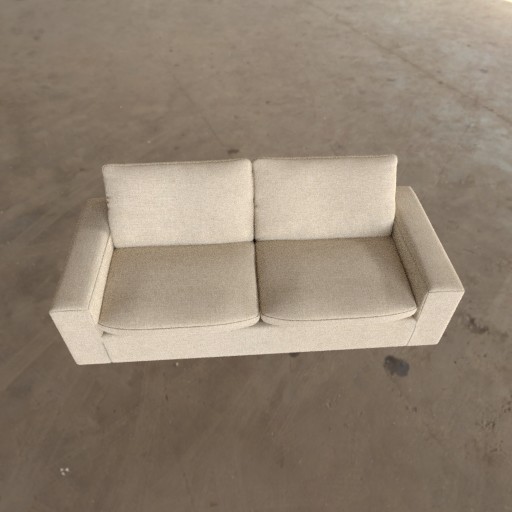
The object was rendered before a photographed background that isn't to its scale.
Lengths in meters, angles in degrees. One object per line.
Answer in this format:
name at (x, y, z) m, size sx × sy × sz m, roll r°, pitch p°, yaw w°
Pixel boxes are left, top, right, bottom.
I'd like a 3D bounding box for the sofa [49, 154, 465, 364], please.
sofa at (0.000, 0.000, 2.818) m, size 2.299 × 0.922 × 1.040 m, roll -3°, pitch 45°, yaw -3°
